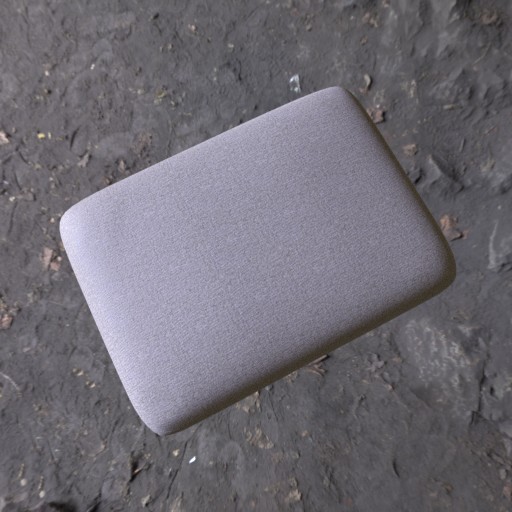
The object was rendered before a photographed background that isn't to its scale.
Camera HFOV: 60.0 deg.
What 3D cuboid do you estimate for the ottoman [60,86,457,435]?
[{"bbox_3d":[0.000,0.000,1.099,0.772,0.420,0.568,-27,78,-6],"label":"ottoman"}]
